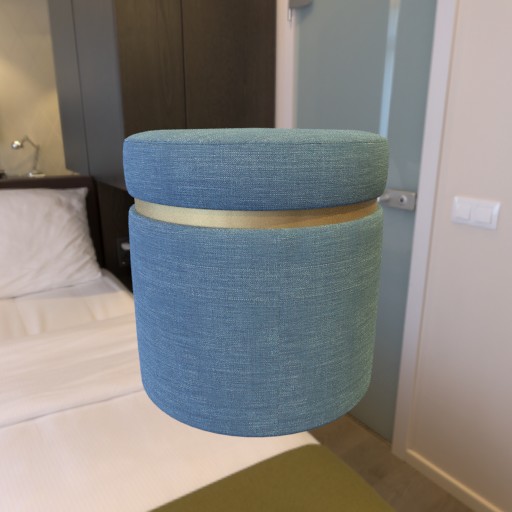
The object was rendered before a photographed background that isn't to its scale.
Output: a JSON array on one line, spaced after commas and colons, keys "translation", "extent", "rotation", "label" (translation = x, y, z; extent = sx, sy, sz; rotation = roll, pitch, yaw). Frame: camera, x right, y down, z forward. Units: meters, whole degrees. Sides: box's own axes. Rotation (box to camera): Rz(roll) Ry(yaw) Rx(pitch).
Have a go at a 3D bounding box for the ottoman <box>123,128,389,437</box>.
[{"translation": [0.000, 0.000, 0.732], "extent": [0.398, 0.406, 0.398], "rotation": [0, 16, 0], "label": "ottoman"}]
